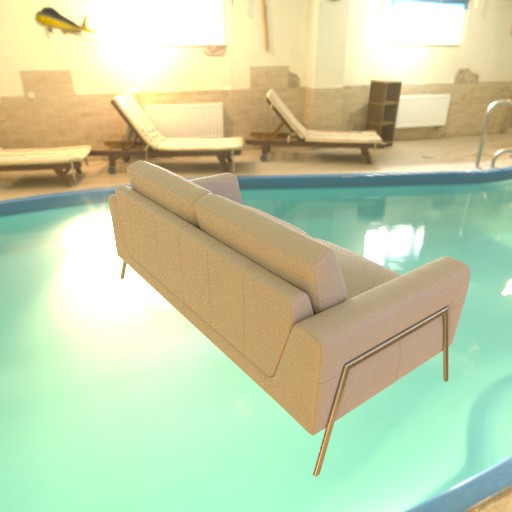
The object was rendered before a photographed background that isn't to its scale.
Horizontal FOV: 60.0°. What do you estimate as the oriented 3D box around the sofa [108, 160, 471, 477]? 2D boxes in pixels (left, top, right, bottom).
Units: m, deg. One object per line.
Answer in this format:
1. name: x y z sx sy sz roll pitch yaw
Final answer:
1. sofa: 0.000 0.000 2.523 0.953 0.875 2.017 -18 31 -33
